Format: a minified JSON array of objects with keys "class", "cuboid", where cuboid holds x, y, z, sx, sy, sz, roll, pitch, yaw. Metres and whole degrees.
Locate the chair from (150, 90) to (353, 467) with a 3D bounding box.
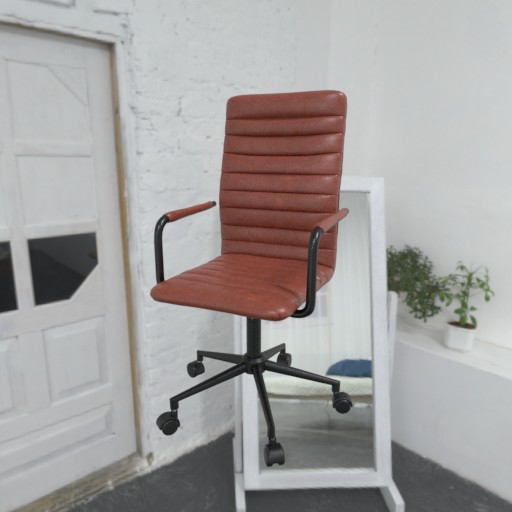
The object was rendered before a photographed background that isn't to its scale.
[{"class":"chair","cuboid":[0.000,0.000,1.344,0.608,0.979,0.580,6,15,24]}]
